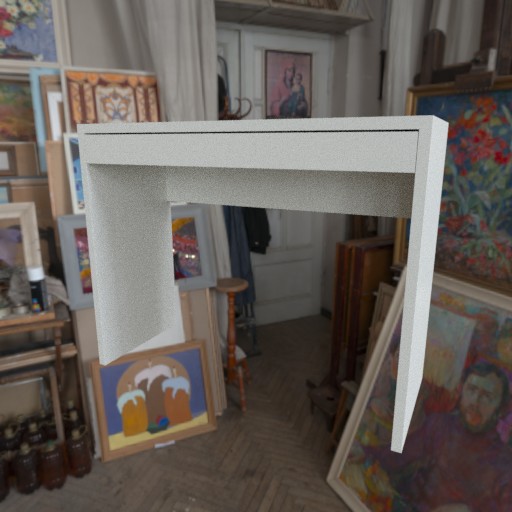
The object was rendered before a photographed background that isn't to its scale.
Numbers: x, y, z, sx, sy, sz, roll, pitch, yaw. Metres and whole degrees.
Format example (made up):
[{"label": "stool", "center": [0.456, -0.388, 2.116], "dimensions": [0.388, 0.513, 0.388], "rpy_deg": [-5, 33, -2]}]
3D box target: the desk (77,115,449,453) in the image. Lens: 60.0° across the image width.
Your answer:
[{"label": "desk", "center": [0.000, 0.000, 1.378], "dimensions": [1.000, 0.790, 0.400], "rpy_deg": [7, 16, 26]}]
